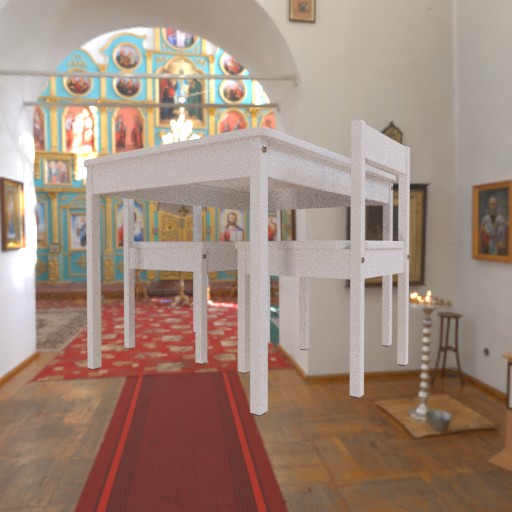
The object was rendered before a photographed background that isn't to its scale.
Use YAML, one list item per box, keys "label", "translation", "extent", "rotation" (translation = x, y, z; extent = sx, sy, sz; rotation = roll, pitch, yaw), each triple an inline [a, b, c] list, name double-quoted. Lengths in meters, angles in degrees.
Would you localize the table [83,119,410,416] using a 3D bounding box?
- label: "table"
  translation: [0.000, 0.000, 1.107]
  extent: [0.672, 0.503, 0.650]
  rotation: [1, 2, 36]
